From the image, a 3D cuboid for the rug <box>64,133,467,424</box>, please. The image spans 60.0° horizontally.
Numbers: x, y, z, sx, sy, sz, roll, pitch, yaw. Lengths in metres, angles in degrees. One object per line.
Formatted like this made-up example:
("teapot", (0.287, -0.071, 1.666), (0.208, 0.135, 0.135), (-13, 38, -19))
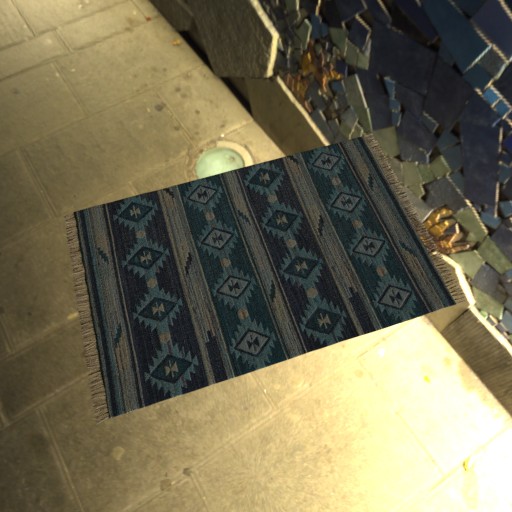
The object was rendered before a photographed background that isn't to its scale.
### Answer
("rug", (0.000, 0.000, 2.403), (1.936, 0.028, 1.181), (-16, 65, -8))
